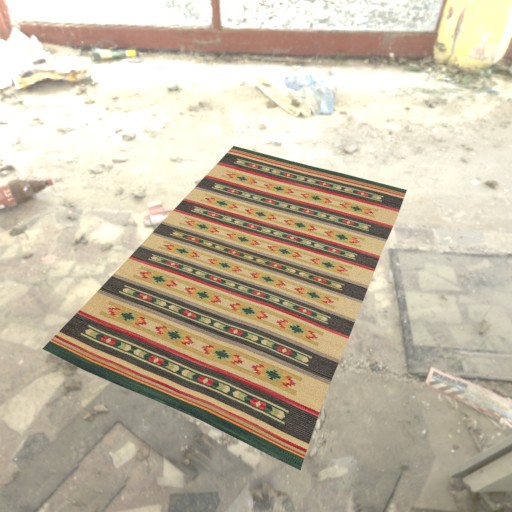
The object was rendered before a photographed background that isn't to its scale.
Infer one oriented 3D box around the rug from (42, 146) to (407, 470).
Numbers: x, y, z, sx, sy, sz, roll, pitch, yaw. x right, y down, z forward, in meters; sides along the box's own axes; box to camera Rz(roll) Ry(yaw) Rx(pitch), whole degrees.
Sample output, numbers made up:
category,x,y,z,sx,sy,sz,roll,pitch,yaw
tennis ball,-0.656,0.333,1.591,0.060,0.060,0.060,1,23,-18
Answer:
category,x,y,z,sx,sy,sz,roll,pitch,yaw
rug,0.000,0.000,2.944,1.522,0.010,2.311,18,48,17
